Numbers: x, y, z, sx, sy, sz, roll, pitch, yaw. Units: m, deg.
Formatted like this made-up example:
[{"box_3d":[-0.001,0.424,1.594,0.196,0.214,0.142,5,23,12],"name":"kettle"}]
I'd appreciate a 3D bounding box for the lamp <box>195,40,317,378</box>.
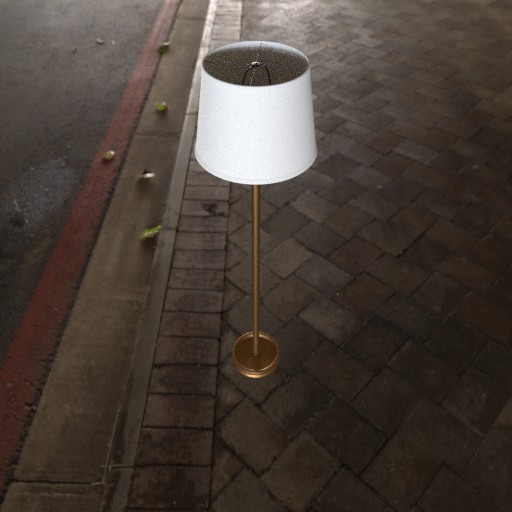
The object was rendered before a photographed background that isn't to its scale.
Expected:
[{"box_3d":[0.000,0.000,0.815,0.178,0.710,0.178,0,47,0],"name":"lamp"}]
